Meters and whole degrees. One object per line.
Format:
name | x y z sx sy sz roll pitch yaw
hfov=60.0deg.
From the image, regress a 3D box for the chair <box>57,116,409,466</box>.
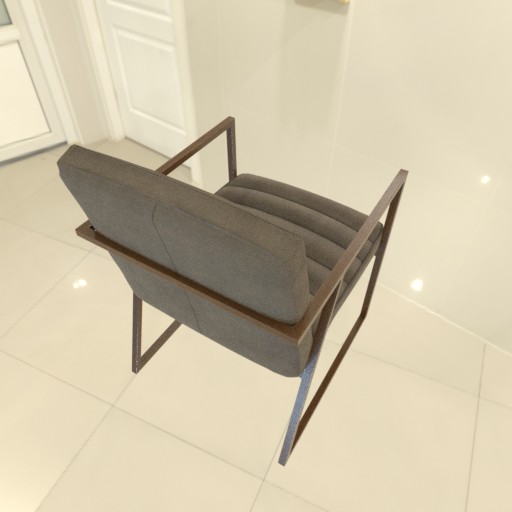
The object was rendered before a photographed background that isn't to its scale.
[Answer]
chair | 0.000 0.000 1.246 0.578 0.843 0.682 24 50 22
